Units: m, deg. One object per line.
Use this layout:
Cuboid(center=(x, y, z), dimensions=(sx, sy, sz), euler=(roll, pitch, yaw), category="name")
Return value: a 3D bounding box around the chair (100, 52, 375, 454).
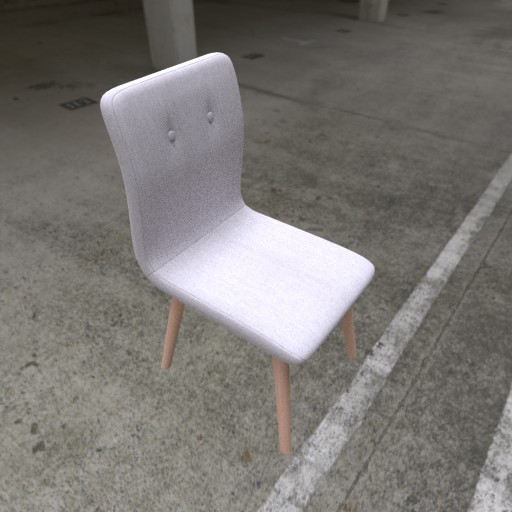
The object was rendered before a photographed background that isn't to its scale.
Cuboid(center=(0.000, 0.000, 1.198), dimensions=(0.550, 0.885, 0.435), euler=(25, 46, 27), category="chair")
